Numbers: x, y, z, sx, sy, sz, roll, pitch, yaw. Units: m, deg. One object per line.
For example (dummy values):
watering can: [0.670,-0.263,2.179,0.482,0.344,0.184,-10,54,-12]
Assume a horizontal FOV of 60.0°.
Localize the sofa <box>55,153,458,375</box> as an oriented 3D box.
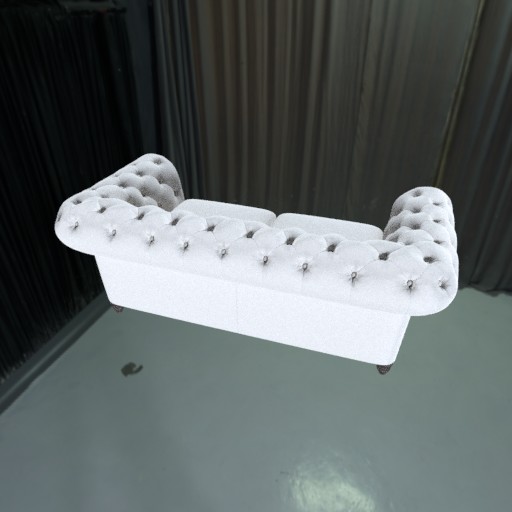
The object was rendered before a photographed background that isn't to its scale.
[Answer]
sofa: [0.000,0.000,2.485,1.998,0.764,0.986,10,33,16]
